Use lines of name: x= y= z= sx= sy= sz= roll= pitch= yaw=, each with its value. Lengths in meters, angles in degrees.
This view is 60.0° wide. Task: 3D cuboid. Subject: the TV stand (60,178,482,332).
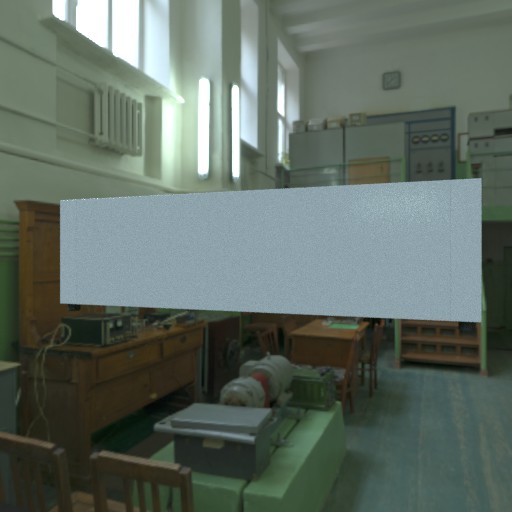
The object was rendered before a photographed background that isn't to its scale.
TV stand: x=0.000 y=0.000 z=1.698 sx=1.500 sy=0.440 sz=0.410 roll=0 pitch=0 yaw=20
